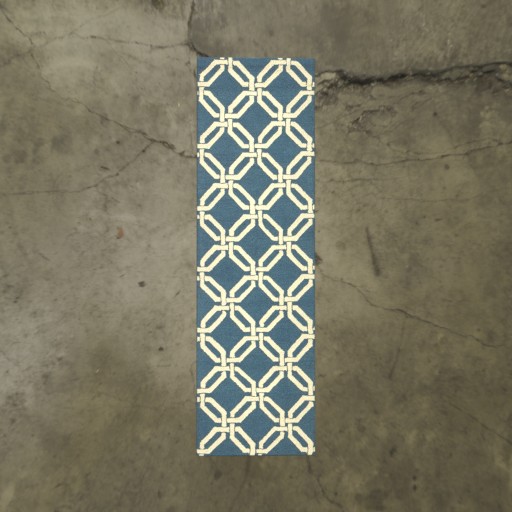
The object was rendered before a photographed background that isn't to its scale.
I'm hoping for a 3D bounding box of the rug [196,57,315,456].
[{"bbox_3d":[0.000,0.000,2.535,0.678,0.014,2.276,0,90,-1],"label":"rug"}]
